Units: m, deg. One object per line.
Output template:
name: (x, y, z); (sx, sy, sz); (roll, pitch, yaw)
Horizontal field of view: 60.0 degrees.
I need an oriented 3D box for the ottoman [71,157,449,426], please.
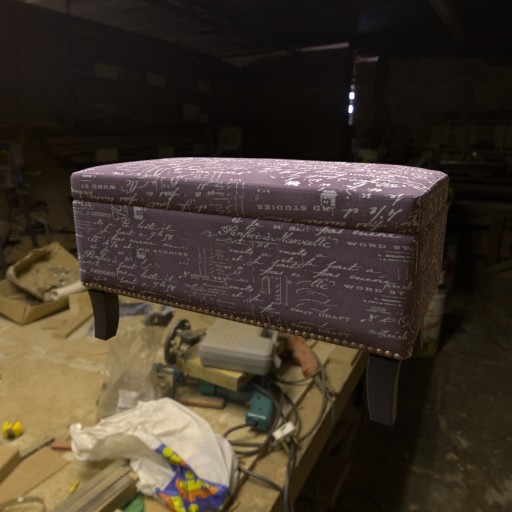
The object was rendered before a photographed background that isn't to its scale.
ottoman: (0.000, 0.000, 1.084); (0.813, 0.457, 0.406); (8, 18, 27)
